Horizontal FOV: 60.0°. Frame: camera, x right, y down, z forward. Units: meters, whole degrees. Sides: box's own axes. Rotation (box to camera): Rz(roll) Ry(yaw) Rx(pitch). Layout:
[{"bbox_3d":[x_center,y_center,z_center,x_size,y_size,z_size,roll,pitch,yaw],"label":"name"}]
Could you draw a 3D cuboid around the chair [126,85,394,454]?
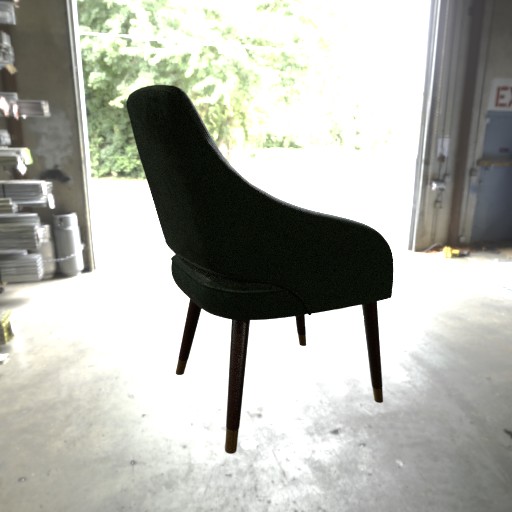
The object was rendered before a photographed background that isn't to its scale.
[{"bbox_3d":[0.000,0.000,1.579,0.794,1.081,0.683,-7,16,-26],"label":"chair"}]
